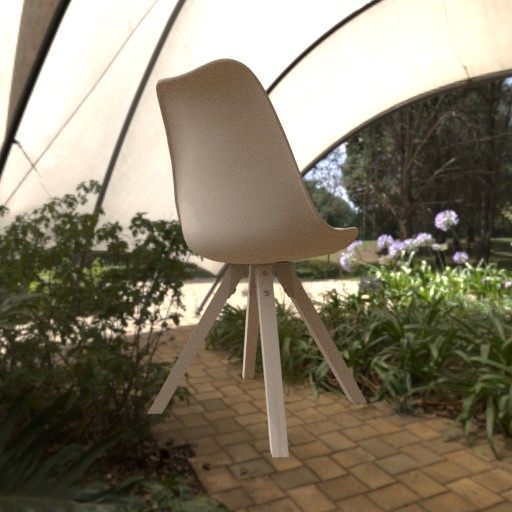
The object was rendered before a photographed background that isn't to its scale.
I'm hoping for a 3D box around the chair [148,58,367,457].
[{"bbox_3d":[0.000,0.000,1.212,0.485,0.850,0.550,1,1,37],"label":"chair"}]
